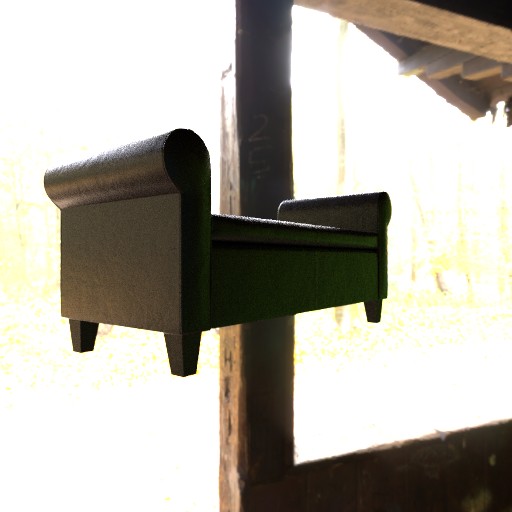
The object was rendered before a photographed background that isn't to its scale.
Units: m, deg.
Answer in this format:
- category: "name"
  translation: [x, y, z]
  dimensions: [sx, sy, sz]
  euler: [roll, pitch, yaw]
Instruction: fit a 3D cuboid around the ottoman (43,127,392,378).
- category: "ottoman"
  translation: [0.000, 0.000, 1.553]
  dimensions: [0.521, 0.547, 1.256]
  euler: [0, -1, 38]
